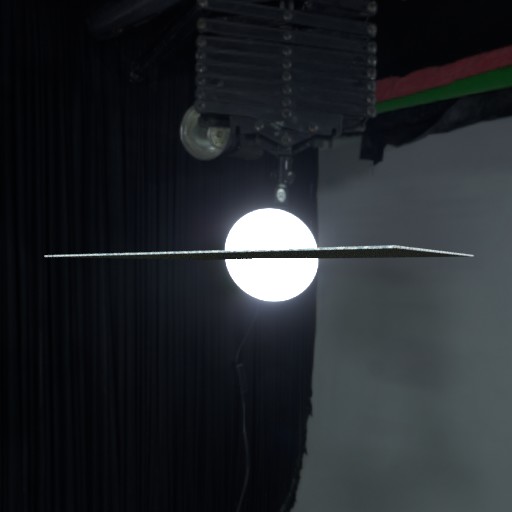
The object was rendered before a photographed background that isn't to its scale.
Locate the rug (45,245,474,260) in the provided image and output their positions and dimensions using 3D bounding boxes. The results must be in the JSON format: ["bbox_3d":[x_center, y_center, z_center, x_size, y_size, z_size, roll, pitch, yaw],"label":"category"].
[{"bbox_3d":[0.000,0.000,2.265,1.824,0.008,1.220,-1,-2,35],"label":"rug"}]
